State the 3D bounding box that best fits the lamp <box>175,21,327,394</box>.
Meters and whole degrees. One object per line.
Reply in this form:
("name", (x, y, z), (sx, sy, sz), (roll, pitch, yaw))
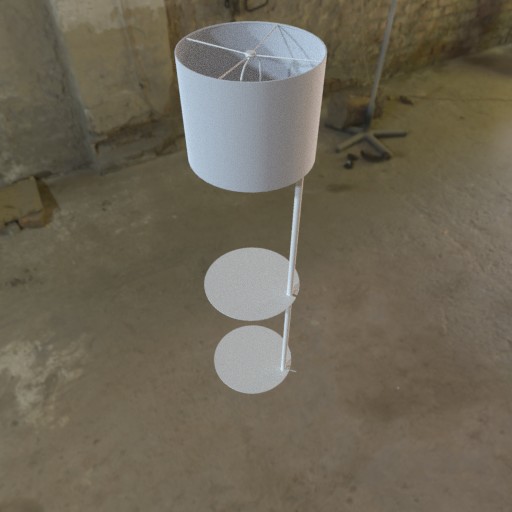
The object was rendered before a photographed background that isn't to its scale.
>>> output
("lamp", (0.000, 0.000, 1.613), (0.405, 1.465, 0.372), (17, 49, 16))
